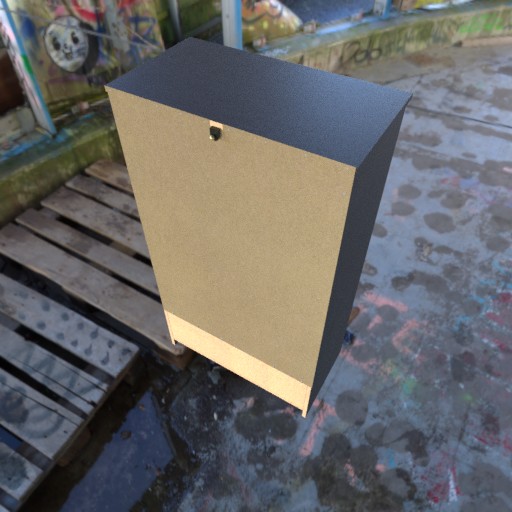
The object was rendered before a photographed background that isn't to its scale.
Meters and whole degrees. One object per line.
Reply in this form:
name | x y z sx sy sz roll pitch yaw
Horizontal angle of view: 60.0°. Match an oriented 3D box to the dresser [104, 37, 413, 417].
dresser | 0.000 0.000 1.597 0.704 1.254 0.418 24 51 20
